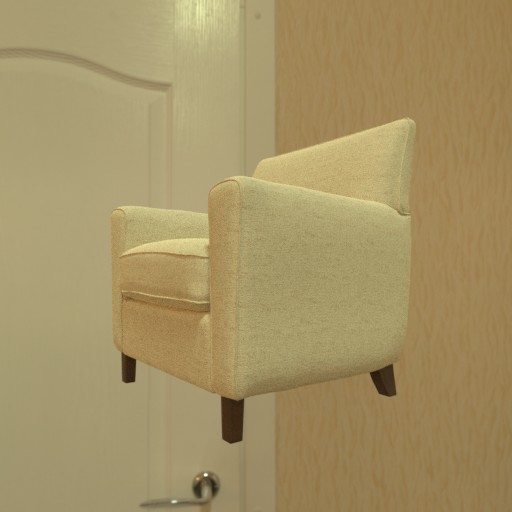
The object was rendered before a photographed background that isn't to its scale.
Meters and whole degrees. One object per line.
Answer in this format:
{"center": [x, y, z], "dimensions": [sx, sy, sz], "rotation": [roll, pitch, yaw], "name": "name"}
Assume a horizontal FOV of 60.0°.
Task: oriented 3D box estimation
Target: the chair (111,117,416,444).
{"center": [0.000, 0.000, 1.599], "dimensions": [0.823, 0.943, 0.870], "rotation": [1, -1, -37], "name": "chair"}
